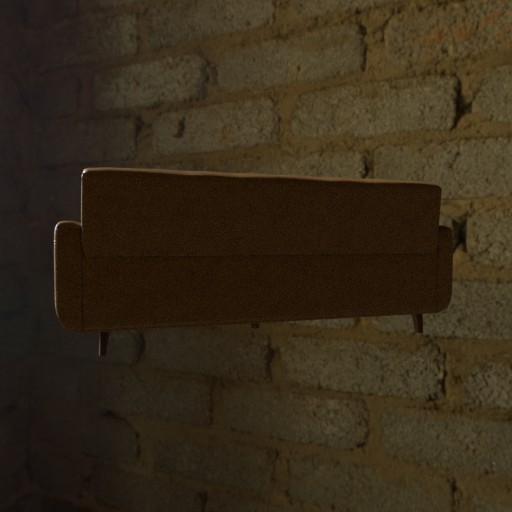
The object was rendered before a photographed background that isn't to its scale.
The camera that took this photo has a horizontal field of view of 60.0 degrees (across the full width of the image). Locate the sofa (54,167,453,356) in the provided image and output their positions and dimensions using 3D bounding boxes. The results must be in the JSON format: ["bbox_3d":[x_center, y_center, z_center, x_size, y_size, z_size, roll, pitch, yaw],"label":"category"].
[{"bbox_3d":[0.000,0.000,2.685,2.137,0.892,0.980,-1,2,-17],"label":"sofa"}]
